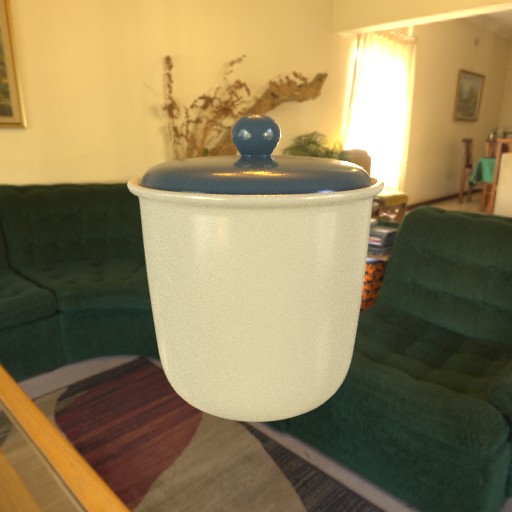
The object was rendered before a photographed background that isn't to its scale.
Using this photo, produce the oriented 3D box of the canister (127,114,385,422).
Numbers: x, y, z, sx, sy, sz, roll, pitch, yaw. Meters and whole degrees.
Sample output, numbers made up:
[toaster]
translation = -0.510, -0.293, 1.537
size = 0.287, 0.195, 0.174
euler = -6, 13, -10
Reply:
[canister]
translation = 0.000, 0.000, 0.341
size = 0.182, 0.208, 0.182
euler = 0, 16, 0
